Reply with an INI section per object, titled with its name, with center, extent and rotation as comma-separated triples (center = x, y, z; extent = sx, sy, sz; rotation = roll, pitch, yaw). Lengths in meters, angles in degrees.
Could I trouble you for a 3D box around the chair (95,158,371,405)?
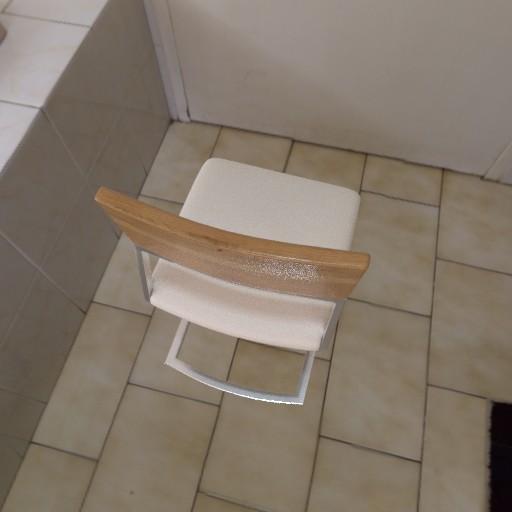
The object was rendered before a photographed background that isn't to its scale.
[chair]
center = 0.000, 0.000, 1.162
extent = 0.467, 0.844, 0.585
rotation = 15, 64, 7
